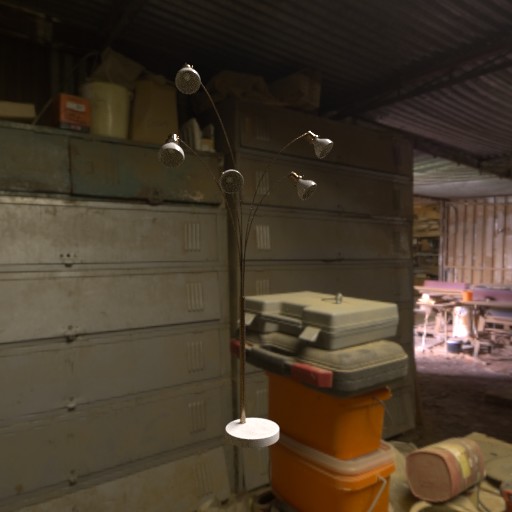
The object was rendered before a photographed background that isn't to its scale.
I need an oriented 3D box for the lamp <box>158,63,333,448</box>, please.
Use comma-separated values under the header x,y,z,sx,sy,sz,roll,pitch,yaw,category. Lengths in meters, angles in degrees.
x,y,z,sx,sy,sz,roll,pitch,yaw,category
0.000,0.000,2.983,1.405,2.423,0.361,0,1,-35,lamp
